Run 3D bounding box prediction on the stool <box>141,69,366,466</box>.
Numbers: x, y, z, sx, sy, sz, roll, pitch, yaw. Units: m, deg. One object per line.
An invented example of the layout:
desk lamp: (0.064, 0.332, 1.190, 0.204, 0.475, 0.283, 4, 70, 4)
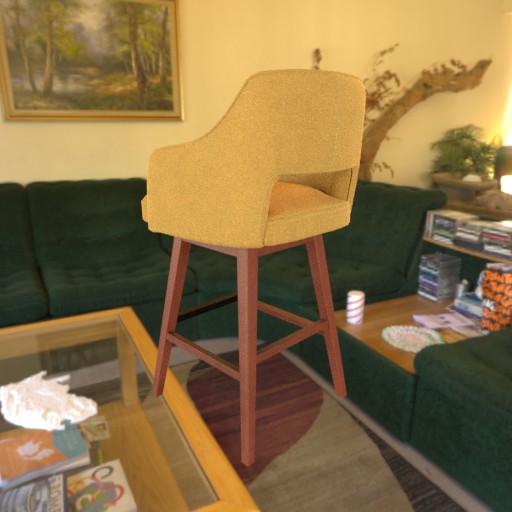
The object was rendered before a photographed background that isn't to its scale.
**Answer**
stool: (0.000, 0.000, 1.359, 0.558, 1.012, 0.548, 16, 23, 43)
